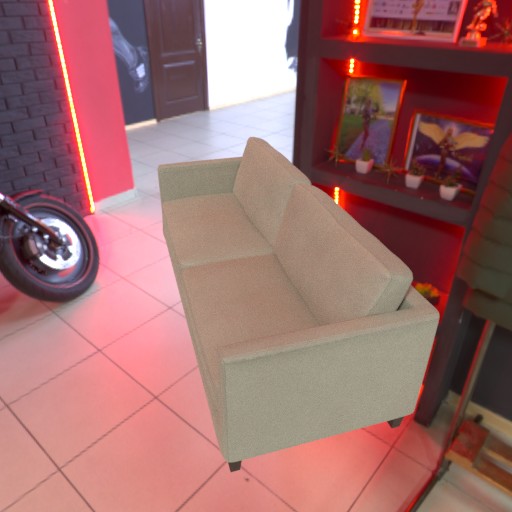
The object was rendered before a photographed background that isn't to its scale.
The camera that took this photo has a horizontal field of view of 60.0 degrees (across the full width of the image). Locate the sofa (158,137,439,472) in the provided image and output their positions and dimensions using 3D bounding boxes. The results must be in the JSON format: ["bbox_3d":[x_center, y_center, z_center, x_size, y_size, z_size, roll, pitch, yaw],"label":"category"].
[{"bbox_3d":[0.000,0.000,2.690,0.948,0.932,2.181,-9,32,-14],"label":"sofa"}]
